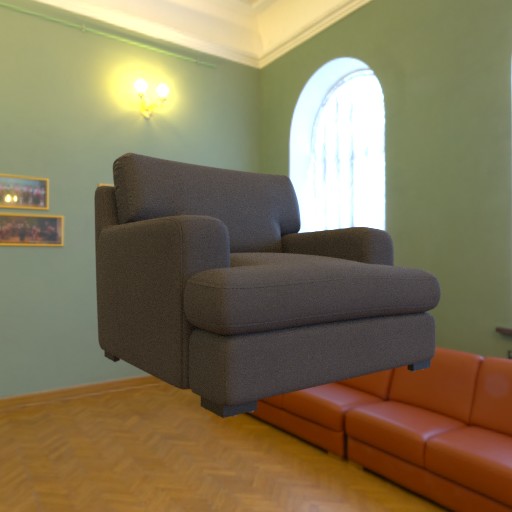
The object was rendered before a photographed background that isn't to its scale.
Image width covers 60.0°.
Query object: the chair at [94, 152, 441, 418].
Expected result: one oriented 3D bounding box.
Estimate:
[{"bbox_3d":[0.000,0.000,1.978,1.168,0.940,1.143,0,-1,-36],"label":"chair"}]
